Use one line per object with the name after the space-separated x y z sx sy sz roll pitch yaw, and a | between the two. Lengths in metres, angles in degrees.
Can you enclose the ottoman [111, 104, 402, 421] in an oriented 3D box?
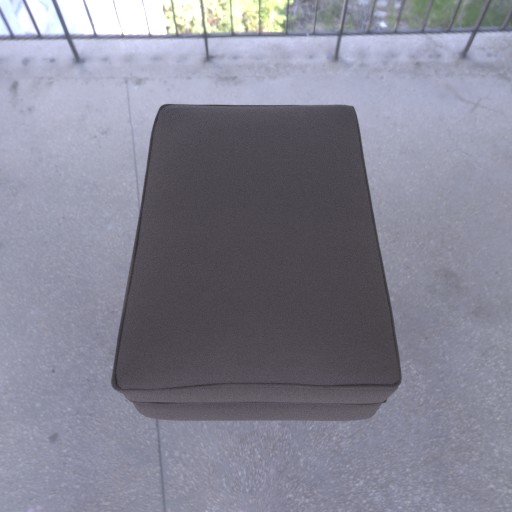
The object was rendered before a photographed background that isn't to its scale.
0.000 0.000 0.994 0.508 0.406 0.686 0 58 0 | ottoman
